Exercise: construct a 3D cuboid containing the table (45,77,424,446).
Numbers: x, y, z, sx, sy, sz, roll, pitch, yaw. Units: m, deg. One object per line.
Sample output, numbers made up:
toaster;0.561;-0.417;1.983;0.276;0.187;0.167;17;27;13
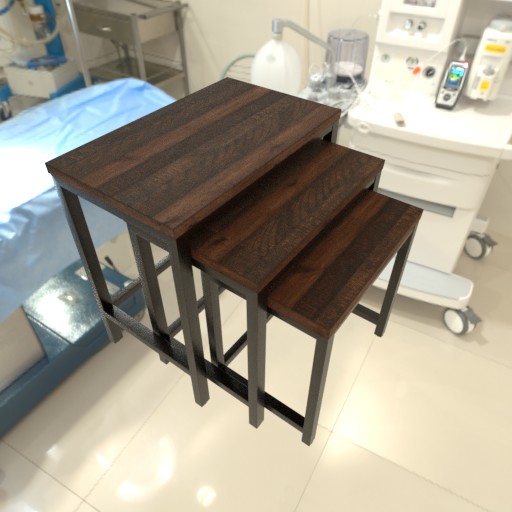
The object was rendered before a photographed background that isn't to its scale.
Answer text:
table;0.000;0.000;1.174;0.660;0.616;0.608;26;48;26
